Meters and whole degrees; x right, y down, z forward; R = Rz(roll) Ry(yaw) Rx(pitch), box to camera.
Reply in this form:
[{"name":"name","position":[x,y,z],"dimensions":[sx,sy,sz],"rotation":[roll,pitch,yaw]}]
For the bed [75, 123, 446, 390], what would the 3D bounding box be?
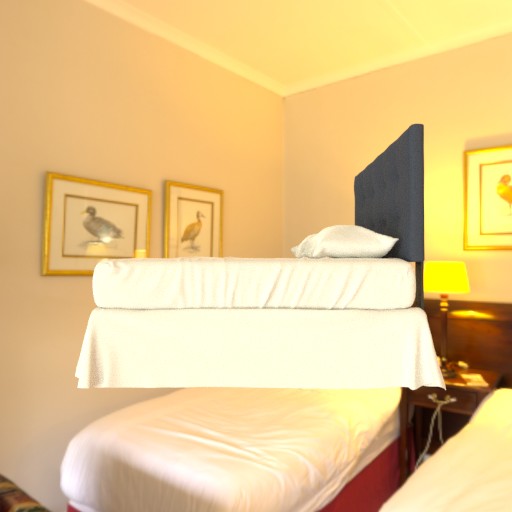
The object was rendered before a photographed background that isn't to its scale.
[{"name":"bed","position":[0.000,0.000,3.463],"dimensions":[2.222,1.577,1.936],"rotation":[0,-1,1]}]
